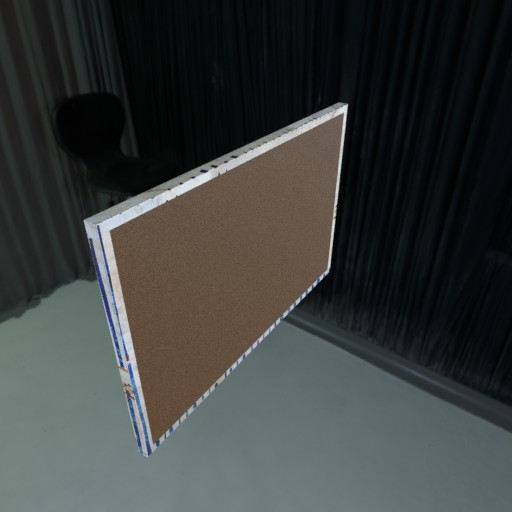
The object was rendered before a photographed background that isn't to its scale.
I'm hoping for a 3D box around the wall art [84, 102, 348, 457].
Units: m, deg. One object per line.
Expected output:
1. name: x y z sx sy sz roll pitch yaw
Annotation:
1. wall art: 0.000 0.000 1.181 0.030 0.609 0.919 21 38 29
